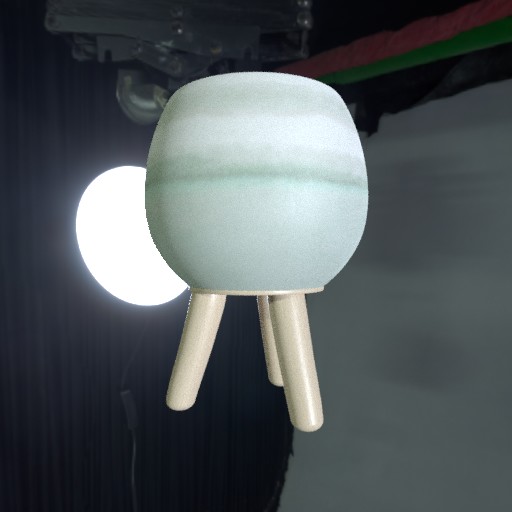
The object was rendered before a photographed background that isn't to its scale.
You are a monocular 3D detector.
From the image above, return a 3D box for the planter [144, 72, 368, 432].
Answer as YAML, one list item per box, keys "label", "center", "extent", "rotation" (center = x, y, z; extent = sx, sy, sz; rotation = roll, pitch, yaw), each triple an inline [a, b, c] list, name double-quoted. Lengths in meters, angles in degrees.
- label: "planter"
  center: [0.000, 0.000, 0.329]
  extent: [0.161, 0.224, 0.161]
  rotation: [0, 0, 0]
